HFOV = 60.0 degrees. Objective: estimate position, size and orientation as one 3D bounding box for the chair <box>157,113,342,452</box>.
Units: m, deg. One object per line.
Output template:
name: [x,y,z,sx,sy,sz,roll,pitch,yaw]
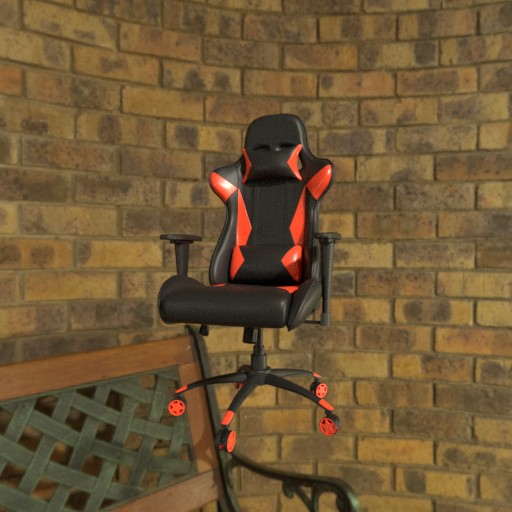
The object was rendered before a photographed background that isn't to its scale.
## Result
chair: [0.000,0.000,1.764,0.695,1.282,0.730,0,1,19]
